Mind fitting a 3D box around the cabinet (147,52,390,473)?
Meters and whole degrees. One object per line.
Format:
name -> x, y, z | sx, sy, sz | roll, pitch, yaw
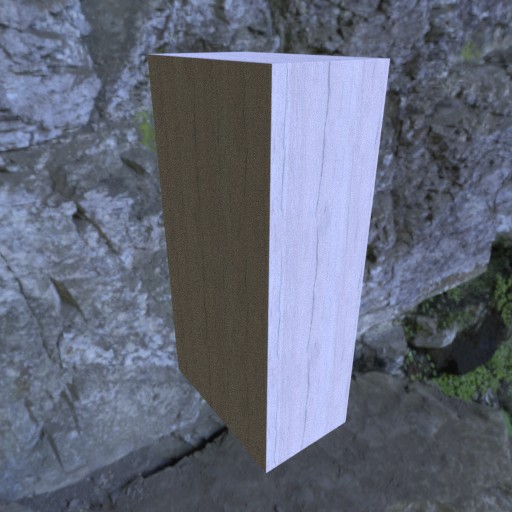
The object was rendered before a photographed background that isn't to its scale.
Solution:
cabinet -> 0.000, 0.000, 2.346 | 0.580, 1.930, 0.980 | -18, 32, -32
